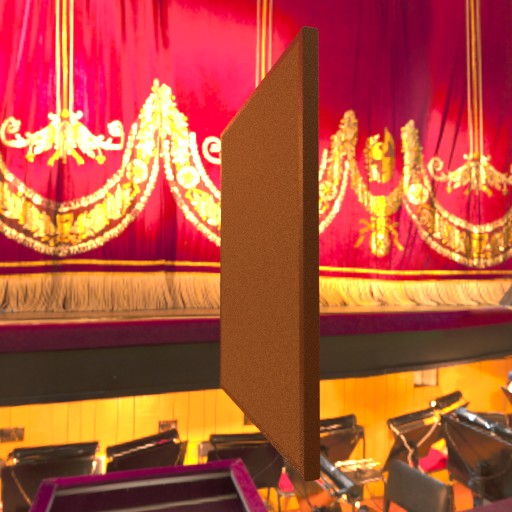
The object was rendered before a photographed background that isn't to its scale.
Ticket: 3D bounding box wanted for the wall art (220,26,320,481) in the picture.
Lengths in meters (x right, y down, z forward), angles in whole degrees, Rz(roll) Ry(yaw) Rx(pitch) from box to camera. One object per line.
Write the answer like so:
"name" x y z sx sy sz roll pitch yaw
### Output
"wall art" 0.000 0.000 0.517 0.015 0.379 0.310 1 -2 -18
